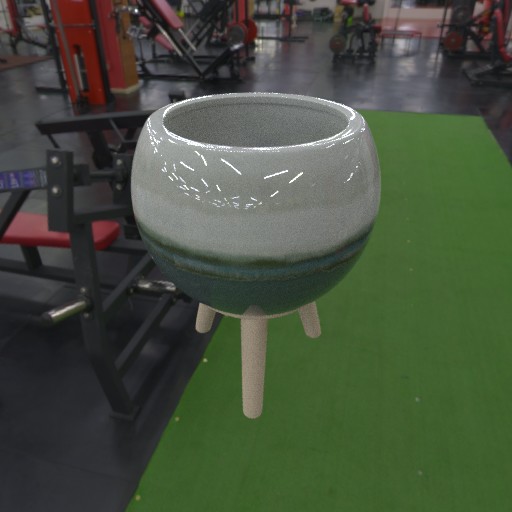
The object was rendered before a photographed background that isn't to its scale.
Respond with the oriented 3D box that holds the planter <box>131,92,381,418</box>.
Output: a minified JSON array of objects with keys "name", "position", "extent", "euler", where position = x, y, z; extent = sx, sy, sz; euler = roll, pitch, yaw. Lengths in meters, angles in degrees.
[{"name":"planter","position":[0.000,0.000,0.446],"extent":[0.222,0.278,0.222],"euler":[0,32,0]}]
